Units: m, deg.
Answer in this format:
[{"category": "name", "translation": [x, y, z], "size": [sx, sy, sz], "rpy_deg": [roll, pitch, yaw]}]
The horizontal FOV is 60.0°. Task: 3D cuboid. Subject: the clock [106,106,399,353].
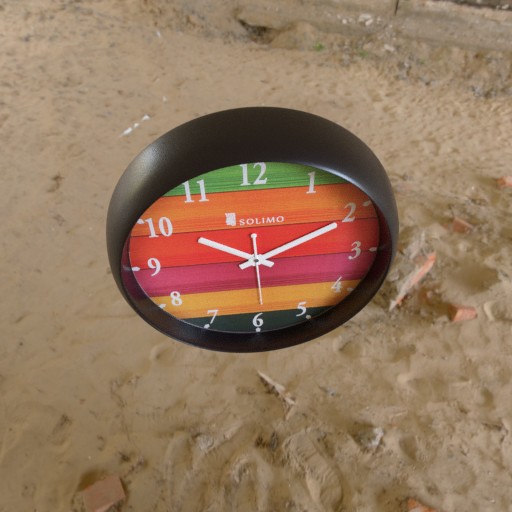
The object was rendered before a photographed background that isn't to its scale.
[{"category": "clock", "translation": [0.000, 0.000, 0.456], "size": [0.300, 0.300, 0.060], "rpy_deg": [-4, 45, -4]}]
